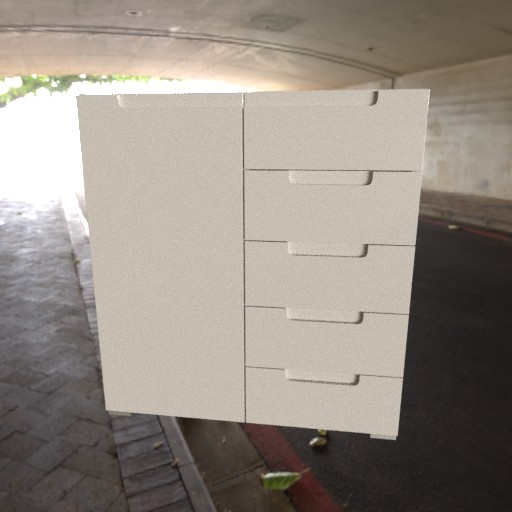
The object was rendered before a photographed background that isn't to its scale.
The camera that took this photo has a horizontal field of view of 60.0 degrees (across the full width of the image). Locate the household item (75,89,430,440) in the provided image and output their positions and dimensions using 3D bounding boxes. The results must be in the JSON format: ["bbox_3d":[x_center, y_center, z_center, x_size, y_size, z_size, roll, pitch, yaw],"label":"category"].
[{"bbox_3d":[0.000,0.000,1.298,0.800,0.870,0.420,2,15,8],"label":"household item"}]
